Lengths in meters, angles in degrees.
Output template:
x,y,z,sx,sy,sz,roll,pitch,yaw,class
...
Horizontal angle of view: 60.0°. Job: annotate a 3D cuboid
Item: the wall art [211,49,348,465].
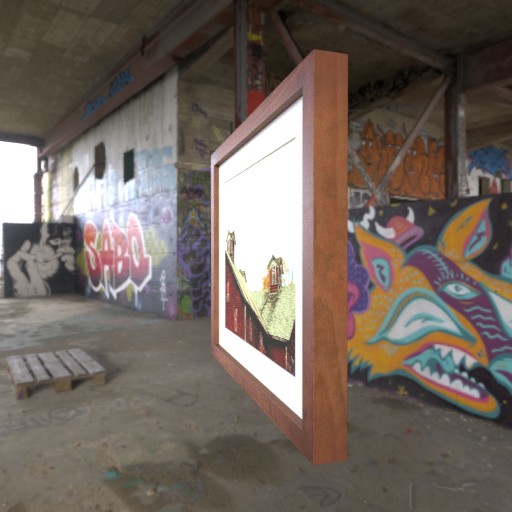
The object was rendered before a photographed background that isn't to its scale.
x,y,z,sx,sy,sz,roll,pitch,yaw,class
0.000,0.000,0.545,0.030,0.328,0.401,0,1,-17,wall art
